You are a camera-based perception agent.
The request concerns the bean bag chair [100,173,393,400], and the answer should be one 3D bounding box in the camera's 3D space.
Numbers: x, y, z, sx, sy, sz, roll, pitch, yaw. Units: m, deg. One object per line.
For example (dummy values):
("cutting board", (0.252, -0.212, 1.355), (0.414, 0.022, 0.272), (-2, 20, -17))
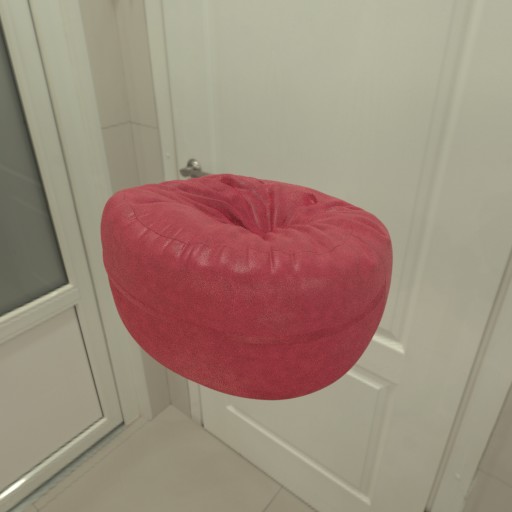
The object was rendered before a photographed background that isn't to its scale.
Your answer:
("bean bag chair", (0.000, 0.000, 2.480), (1.524, 0.878, 1.524), (22, 37, 33))
